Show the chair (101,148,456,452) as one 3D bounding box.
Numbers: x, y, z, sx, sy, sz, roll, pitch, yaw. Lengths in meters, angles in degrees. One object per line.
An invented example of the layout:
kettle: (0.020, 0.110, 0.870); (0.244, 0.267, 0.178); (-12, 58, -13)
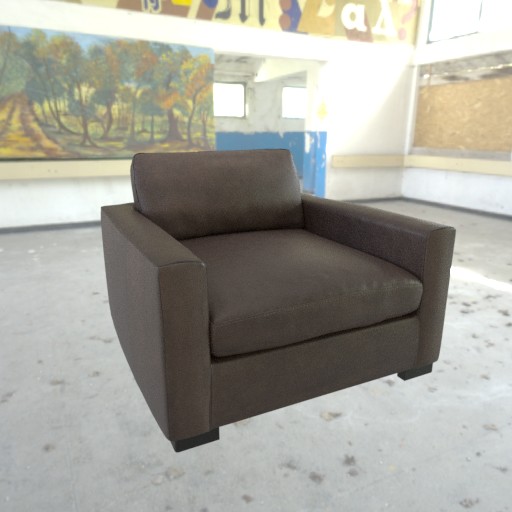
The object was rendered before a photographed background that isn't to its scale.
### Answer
chair: (0.000, 0.000, 1.795); (1.100, 0.812, 1.069); (-8, 17, -25)
